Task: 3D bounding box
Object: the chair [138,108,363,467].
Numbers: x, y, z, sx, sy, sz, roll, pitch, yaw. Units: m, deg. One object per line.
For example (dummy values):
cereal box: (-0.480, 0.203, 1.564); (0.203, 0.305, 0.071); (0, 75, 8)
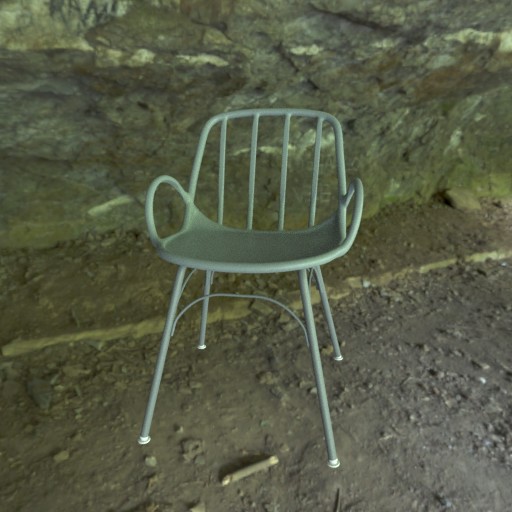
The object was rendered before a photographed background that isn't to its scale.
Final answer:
chair: (0.000, 0.000, 1.223); (0.549, 0.816, 0.597); (3, 15, 10)
